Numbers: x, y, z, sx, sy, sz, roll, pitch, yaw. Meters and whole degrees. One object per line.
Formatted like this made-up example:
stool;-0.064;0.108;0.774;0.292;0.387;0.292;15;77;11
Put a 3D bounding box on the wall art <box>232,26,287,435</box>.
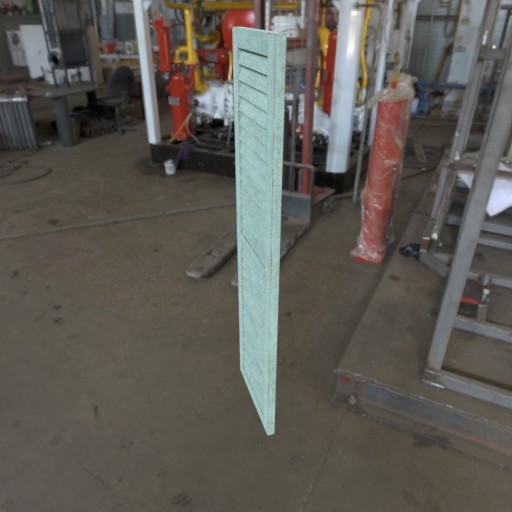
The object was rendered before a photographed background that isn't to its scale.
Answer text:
wall art;0.000;0.000;1.339;0.025;1.219;0.329;-9;31;-16
